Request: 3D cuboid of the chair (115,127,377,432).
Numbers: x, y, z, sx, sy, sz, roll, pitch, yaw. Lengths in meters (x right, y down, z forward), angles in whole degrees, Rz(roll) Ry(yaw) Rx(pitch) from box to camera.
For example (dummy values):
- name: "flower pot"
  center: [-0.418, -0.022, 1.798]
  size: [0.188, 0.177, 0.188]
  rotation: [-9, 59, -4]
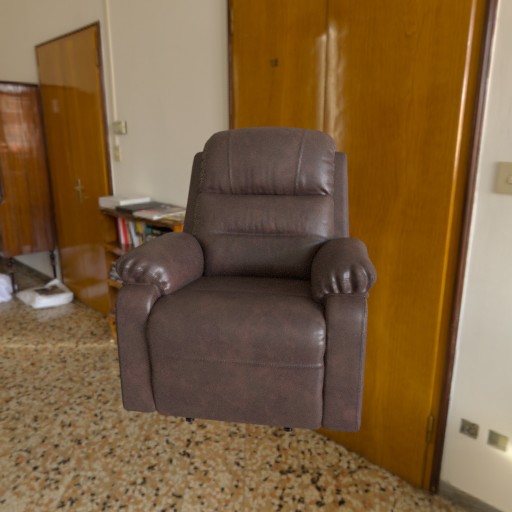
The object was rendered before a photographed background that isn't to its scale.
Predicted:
- name: "chair"
  center: [0.000, 0.000, 1.730]
  size: [0.855, 0.992, 0.919]
  rotation: [2, 15, 9]
